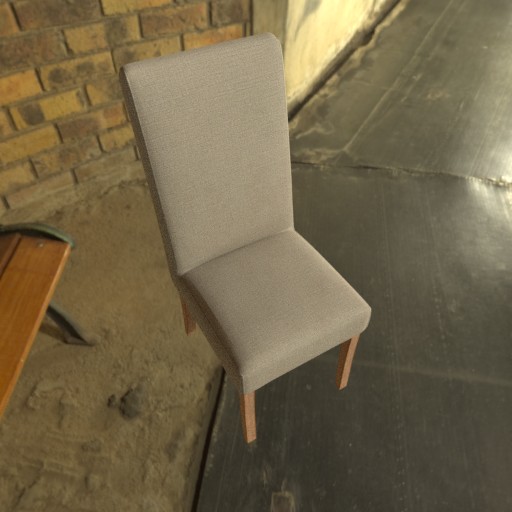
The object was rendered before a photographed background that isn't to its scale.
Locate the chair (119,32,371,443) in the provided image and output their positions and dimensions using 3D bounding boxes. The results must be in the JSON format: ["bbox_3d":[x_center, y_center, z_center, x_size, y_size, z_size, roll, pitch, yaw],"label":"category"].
[{"bbox_3d":[0.000,0.000,1.333,0.450,1.033,0.611,-23,51,-20],"label":"chair"}]
